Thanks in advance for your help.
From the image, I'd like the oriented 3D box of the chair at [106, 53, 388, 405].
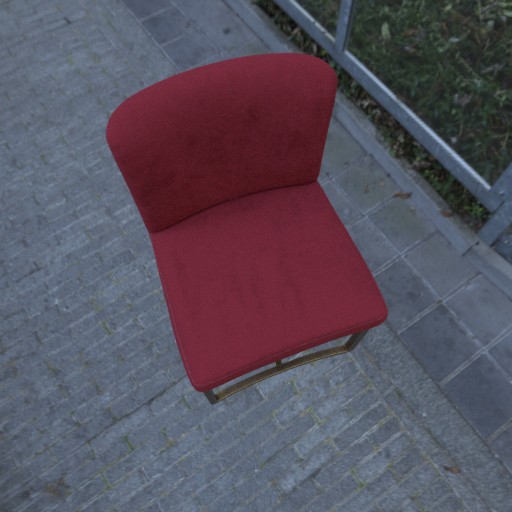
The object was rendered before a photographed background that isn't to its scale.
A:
[{"bbox_3d":[0.000,0.000,1.180,0.530,0.824,0.560,-19,66,-9],"label":"chair"}]
